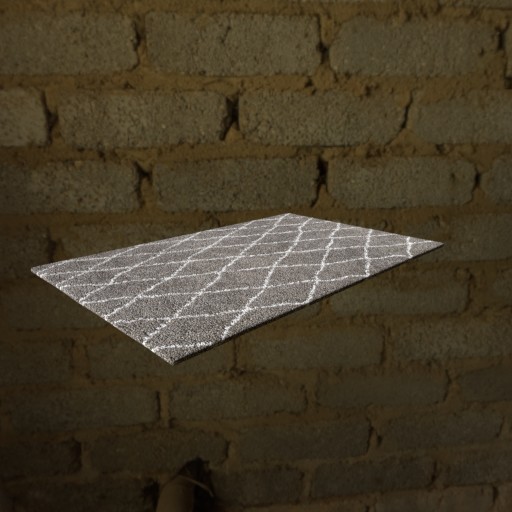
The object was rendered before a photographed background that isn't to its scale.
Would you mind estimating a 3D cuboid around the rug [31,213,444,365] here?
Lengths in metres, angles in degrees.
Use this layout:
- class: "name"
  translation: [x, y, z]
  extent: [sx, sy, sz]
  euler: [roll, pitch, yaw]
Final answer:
- class: "rug"
  translation: [0.000, 0.000, 3.447]
  extent: [2.743, 0.030, 1.778]
  euler: [-16, 23, -42]
